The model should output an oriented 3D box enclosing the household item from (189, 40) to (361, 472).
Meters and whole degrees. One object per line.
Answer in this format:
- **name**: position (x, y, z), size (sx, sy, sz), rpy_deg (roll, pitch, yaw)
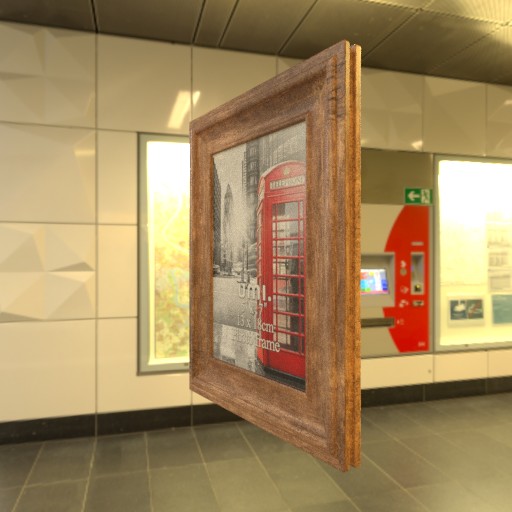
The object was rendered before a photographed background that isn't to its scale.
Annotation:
- **household item**: position (0.000, 0.000, 0.322), size (0.018, 0.237, 0.186), rpy_deg (0, 0, -35)
